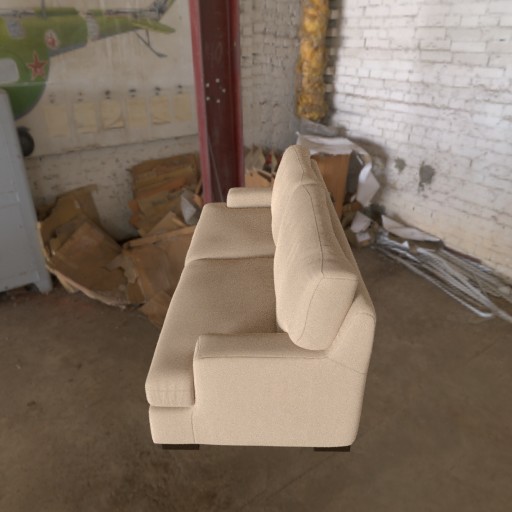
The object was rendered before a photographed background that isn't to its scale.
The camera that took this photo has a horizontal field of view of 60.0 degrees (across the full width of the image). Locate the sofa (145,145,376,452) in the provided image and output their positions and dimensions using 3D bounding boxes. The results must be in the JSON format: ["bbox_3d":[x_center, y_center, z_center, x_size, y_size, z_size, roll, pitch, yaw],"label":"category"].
[{"bbox_3d":[0.000,0.000,2.714,0.929,0.925,2.147,0,27,1],"label":"sofa"}]
